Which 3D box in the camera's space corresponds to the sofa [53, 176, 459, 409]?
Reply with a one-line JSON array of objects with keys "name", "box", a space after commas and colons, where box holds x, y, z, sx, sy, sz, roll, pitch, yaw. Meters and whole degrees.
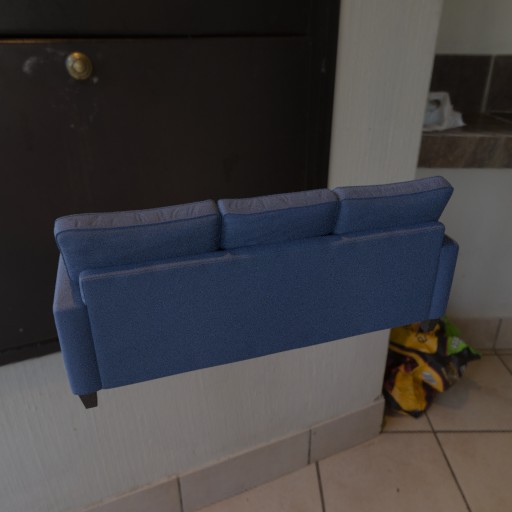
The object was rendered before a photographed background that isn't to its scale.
[{"name": "sofa", "box": [0.000, 0.000, 2.626, 2.158, 0.965, 0.951, -8, 27, -17]}]
